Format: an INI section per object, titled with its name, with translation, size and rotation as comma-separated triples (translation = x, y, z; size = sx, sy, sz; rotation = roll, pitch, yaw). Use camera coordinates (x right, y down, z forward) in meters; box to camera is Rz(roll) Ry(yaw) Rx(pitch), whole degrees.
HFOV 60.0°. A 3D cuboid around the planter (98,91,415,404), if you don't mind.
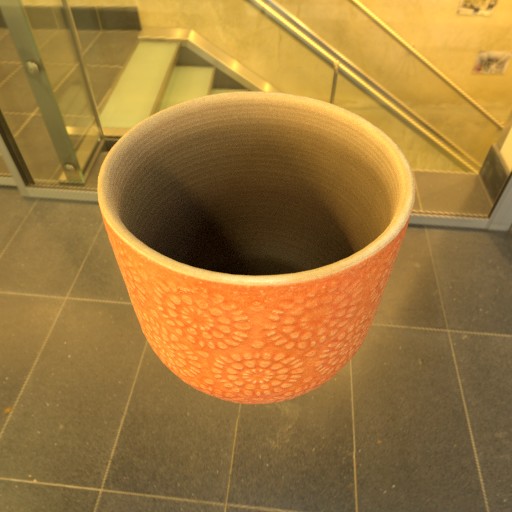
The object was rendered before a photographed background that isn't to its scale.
[planter]
translation = 0.000, 0.000, 0.289
size = 0.170, 0.152, 0.170
rotation = 0, 48, 0
